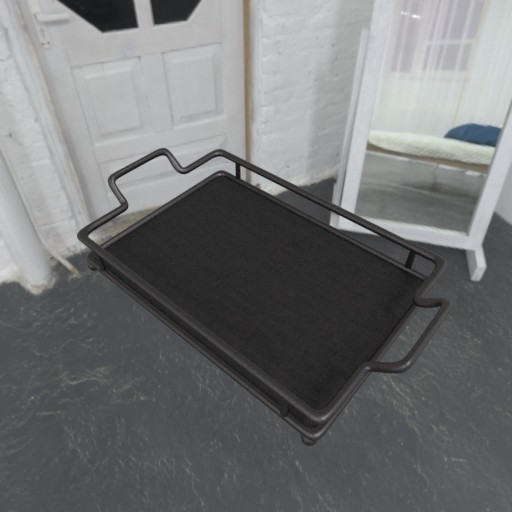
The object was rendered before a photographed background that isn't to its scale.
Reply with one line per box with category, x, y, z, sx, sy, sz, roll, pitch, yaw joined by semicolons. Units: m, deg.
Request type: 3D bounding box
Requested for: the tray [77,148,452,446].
tray;0.000;0.000;0.614;0.495;0.101;0.297;32;53;27
